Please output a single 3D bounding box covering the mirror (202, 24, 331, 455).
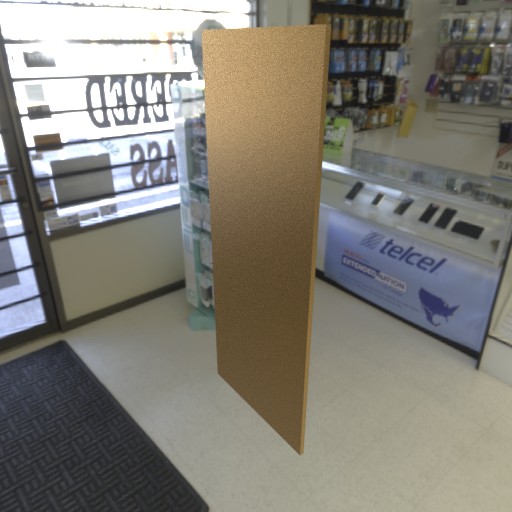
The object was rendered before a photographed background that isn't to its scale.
[{"bbox_3d":[0.000,0.000,2.217,0.025,2.031,0.812,-18,31,-33],"label":"mirror"}]
